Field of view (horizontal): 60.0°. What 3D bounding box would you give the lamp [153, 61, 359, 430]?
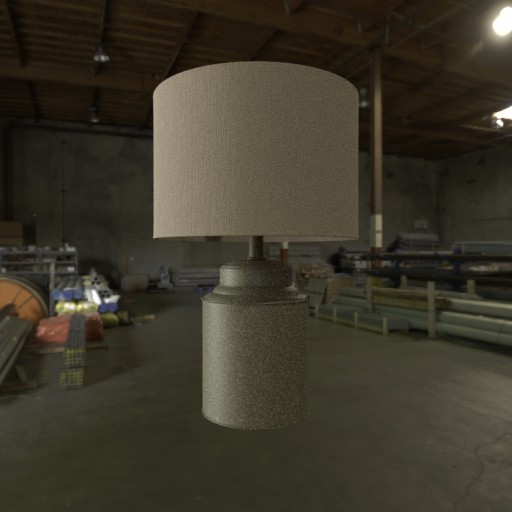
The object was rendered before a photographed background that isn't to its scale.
[{"bbox_3d":[0.000,0.000,0.705,0.318,0.486,0.318,0,0,0],"label":"lamp"}]
